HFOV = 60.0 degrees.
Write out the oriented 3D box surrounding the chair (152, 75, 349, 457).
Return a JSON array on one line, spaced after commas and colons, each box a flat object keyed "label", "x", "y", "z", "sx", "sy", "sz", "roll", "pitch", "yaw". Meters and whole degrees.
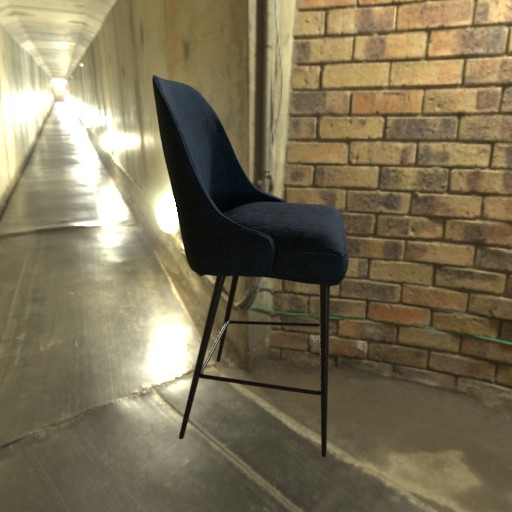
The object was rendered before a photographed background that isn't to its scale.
[{"label": "chair", "x": 0.000, "y": 0.000, "z": 1.234, "sx": 0.489, "sy": 0.927, "sz": 0.526, "roll": 3, "pitch": 17, "yaw": 9}]
